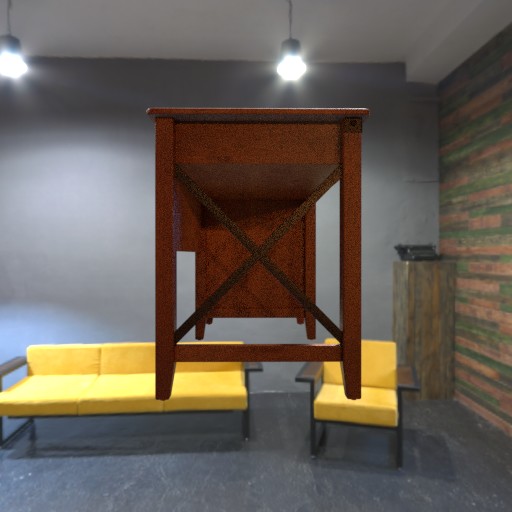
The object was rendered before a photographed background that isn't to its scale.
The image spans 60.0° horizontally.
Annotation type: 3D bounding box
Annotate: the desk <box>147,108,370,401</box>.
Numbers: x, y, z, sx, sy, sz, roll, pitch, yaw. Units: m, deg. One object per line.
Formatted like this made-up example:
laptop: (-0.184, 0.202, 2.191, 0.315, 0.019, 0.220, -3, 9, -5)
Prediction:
desk: (0.000, 0.000, 1.802, 0.574, 0.756, 1.353, 0, 0, -1)
